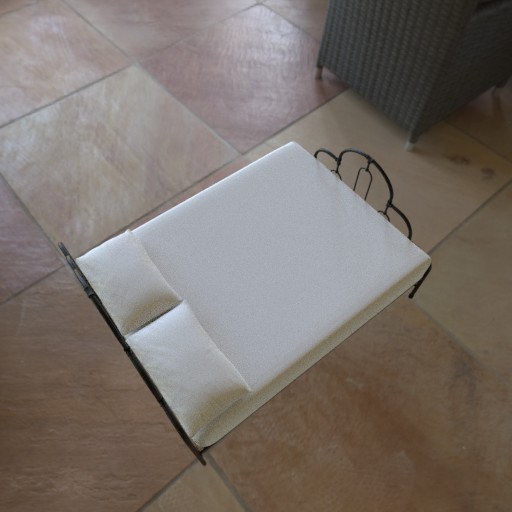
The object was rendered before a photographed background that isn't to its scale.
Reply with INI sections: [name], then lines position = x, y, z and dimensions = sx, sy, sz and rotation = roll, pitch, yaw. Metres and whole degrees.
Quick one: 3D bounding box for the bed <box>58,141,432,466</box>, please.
[bed]
position = 0.000, 0.000, 3.203
dimensions = 2.181, 1.444, 1.626
rotation = -33, 64, -19
